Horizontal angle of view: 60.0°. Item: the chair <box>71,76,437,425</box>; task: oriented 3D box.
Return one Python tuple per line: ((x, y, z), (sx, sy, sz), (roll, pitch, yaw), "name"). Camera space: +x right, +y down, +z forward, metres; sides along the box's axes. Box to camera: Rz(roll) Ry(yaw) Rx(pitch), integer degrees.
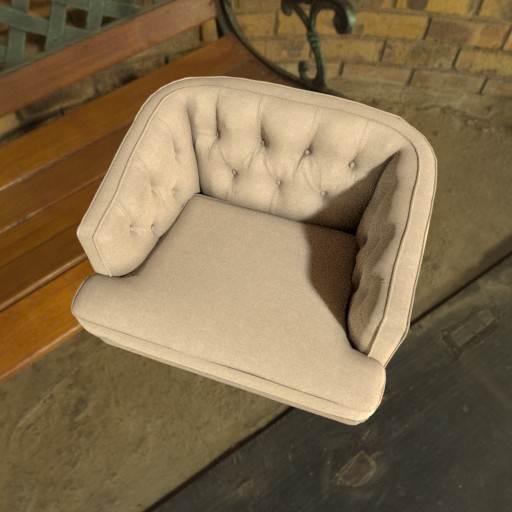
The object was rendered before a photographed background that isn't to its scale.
((0.000, 0.000, 1.694), (1.104, 0.852, 0.941), (16, 59, 10), "chair")
